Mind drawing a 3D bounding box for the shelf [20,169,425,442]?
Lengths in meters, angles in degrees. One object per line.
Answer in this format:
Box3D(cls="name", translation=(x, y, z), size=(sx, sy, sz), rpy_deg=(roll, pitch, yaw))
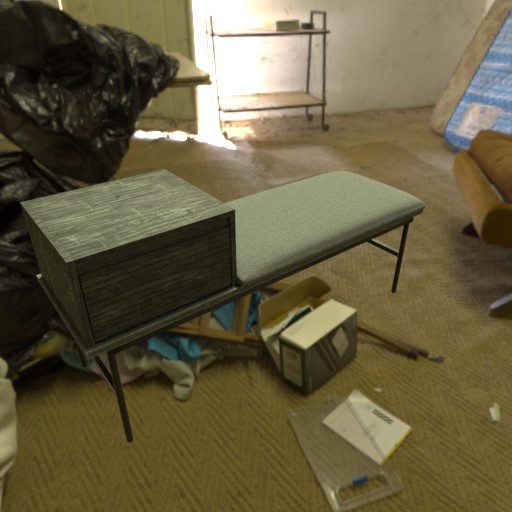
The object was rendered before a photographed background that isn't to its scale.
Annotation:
Box3D(cls="shelf", translation=(0.000, 0.000, 1.582), size=(1.342, 0.633, 0.457), rpy_deg=(-21, 37, -32))
